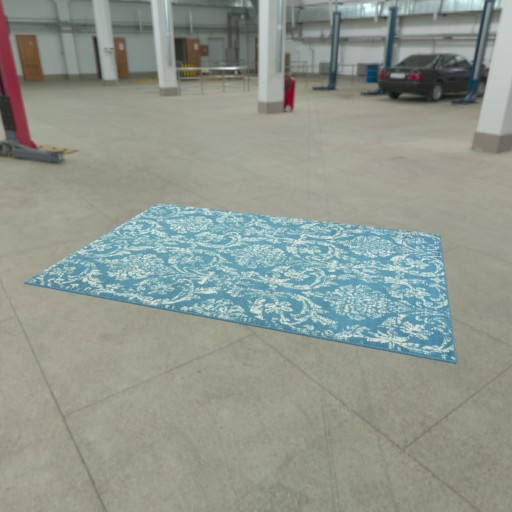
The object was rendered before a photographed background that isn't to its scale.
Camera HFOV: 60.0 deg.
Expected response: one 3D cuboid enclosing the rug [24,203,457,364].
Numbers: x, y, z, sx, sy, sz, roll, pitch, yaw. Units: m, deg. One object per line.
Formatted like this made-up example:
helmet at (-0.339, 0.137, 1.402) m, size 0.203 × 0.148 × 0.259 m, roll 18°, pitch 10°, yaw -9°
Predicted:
rug at (0.000, 0.000, 3.420) m, size 2.746 × 0.018 × 1.816 m, roll 8°, pitch 26°, yaw 16°
